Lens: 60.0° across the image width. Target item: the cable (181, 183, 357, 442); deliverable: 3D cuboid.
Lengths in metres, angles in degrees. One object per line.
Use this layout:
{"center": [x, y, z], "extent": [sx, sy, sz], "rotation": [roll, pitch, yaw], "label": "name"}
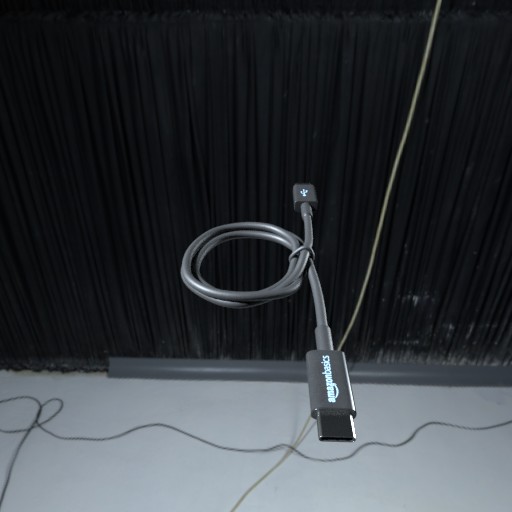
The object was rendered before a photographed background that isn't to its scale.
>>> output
{"center": [0.000, 0.000, 0.211], "extent": [0.070, 0.014, 0.192], "rotation": [1, 32, 2], "label": "cable"}
